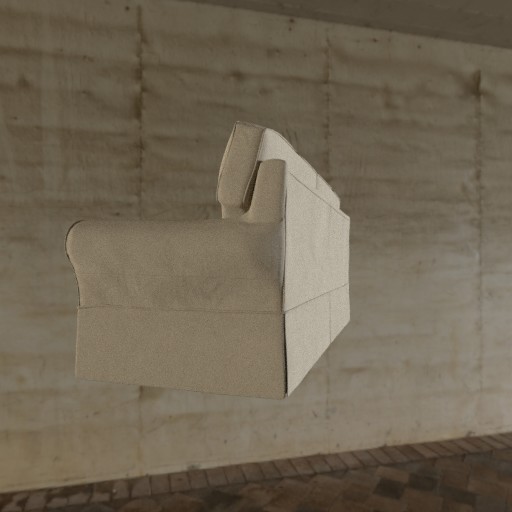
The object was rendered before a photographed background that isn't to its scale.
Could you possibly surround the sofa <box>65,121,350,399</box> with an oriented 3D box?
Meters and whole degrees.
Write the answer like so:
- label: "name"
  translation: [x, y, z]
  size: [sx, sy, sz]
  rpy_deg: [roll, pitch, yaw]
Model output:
- label: "sofa"
  translation: [0.000, 0.000, 2.644]
  size: [0.900, 1.014, 2.246]
  rpy_deg: [0, -1, 18]
